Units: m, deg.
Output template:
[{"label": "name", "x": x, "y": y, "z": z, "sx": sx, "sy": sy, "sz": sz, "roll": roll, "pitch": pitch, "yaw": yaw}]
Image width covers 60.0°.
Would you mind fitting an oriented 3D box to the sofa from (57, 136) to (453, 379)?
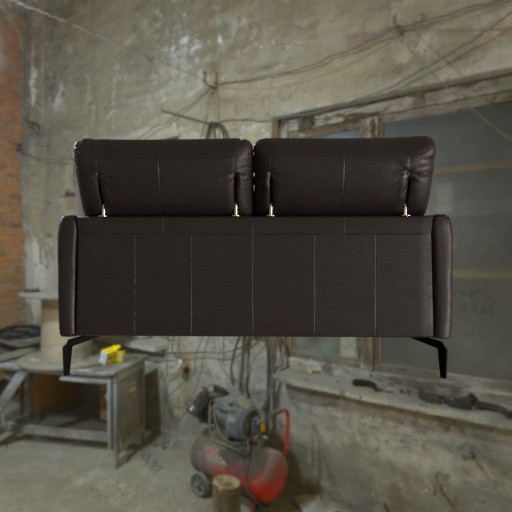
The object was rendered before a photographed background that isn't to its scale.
[{"label": "sofa", "x": 0.000, "y": 0.000, "z": 2.141, "sx": 1.596, "sy": 0.920, "sz": 0.958, "roll": 0, "pitch": 0, "yaw": 2}]
